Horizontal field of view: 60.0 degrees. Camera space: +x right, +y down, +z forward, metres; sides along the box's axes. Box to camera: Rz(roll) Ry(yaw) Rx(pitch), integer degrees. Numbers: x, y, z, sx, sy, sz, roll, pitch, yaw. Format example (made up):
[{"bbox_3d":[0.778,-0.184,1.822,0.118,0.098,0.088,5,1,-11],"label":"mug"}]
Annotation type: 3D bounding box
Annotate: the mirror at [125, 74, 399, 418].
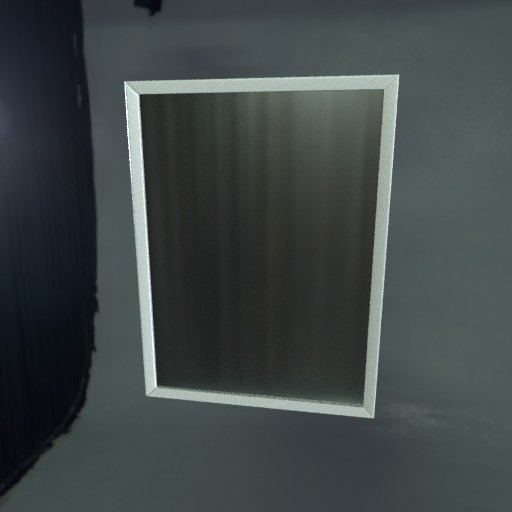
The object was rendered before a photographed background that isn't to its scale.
[{"bbox_3d":[0.000,0.000,1.358,0.762,1.016,0.040,2,14,9],"label":"mirror"}]
